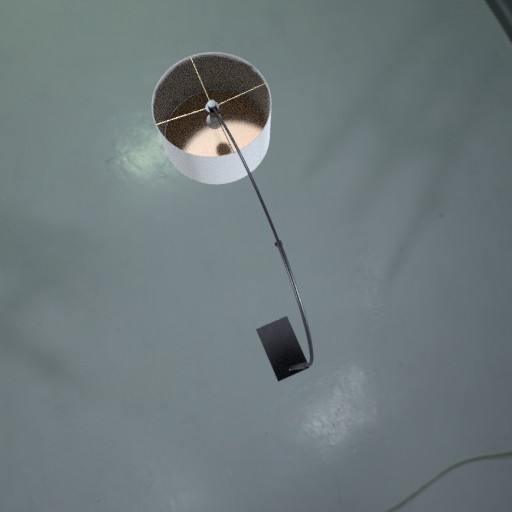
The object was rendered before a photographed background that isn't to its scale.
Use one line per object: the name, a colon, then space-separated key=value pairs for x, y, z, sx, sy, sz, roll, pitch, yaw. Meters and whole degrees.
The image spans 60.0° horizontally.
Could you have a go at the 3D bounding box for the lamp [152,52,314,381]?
lamp: x=0.000 y=0.000 z=2.526 sx=0.493 sy=1.927 sz=1.424 roll=-22 pitch=76 yaw=-6
